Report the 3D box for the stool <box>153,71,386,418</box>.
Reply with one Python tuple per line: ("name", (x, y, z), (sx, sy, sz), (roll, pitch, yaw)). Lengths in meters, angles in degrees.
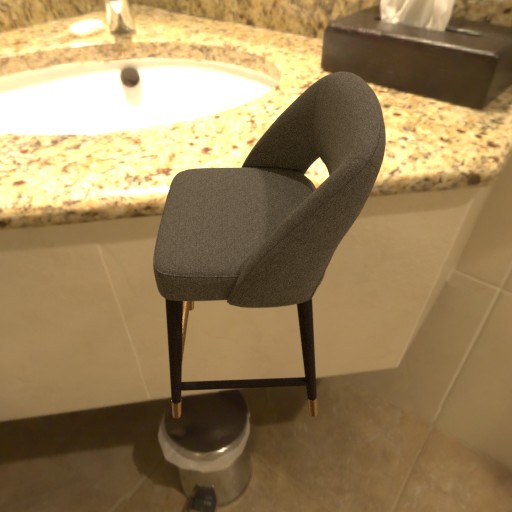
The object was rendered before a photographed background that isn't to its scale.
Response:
("stool", (0.000, 0.000, 1.239), (0.524, 0.925, 0.536), (-1, 41, -1))
